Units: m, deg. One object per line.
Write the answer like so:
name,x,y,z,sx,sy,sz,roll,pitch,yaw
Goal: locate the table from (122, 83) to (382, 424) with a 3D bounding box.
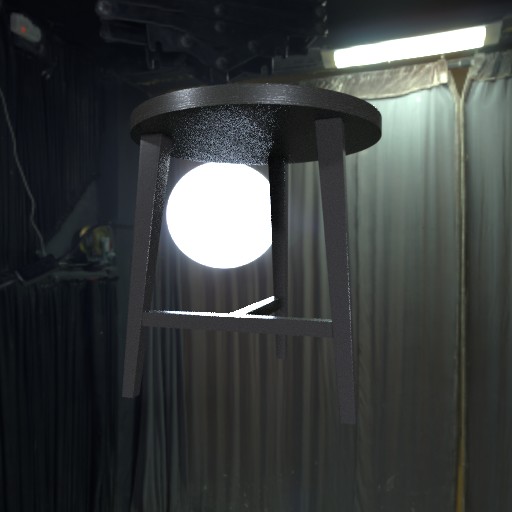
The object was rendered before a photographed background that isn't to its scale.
table,0.000,0.000,0.920,0.500,0.531,0.500,0,1,0
